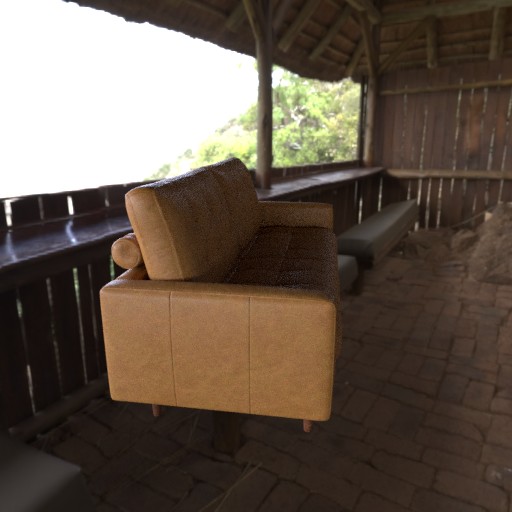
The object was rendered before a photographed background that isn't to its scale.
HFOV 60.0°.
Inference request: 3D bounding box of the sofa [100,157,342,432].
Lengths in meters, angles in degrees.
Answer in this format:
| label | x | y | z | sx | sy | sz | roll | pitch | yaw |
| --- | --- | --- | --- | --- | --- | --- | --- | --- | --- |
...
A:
| label | x | y | z | sx | sy | sz | roll | pitch | yaw |
| --- | --- | --- | --- | --- | --- | --- | --- | --- | --- |
| sofa | 0.000 | 0.000 | 2.288 | 0.850 | 0.898 | 1.821 | 3 | 17 | 9 |
